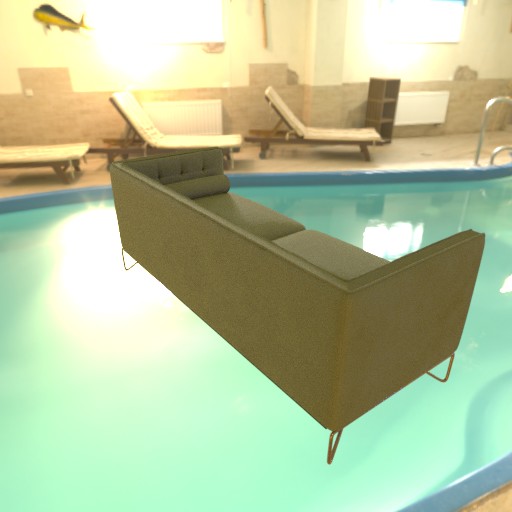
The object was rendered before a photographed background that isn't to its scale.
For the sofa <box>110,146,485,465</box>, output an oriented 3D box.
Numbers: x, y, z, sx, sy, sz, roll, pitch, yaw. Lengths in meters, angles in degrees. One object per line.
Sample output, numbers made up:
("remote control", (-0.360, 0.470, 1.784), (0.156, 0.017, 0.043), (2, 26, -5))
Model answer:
("sofa", (0.000, 0.000, 2.502), (0.867, 0.789, 2.087), (-18, 32, -33))
